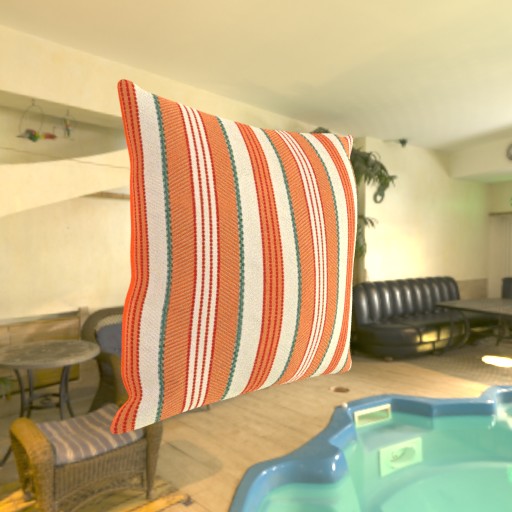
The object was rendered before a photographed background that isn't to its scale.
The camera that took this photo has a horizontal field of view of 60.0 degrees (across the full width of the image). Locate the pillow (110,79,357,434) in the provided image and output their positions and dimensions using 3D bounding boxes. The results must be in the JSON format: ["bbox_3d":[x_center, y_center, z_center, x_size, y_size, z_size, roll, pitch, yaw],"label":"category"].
[{"bbox_3d":[0.000,0.000,0.671,0.440,0.441,0.182,-1,2,-37],"label":"pillow"}]
